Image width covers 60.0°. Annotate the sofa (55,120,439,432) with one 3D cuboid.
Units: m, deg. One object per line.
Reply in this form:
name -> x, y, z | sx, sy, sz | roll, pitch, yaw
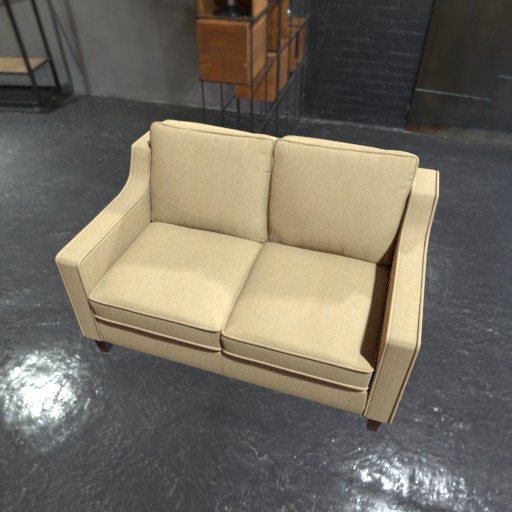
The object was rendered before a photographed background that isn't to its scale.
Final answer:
sofa -> 0.000, 0.000, 2.139 | 1.501, 0.971, 0.987 | 12, 42, 14
